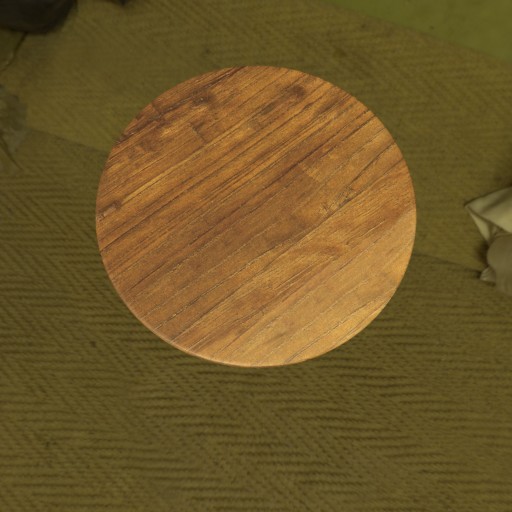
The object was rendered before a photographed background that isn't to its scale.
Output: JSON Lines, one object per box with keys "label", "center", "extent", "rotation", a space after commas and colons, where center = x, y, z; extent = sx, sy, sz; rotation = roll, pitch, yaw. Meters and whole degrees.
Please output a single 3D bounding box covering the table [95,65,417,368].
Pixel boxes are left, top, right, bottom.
{"label": "table", "center": [0.000, 0.000, 0.801], "extent": [0.400, 0.520, 0.400], "rotation": [0, 75, 0]}
